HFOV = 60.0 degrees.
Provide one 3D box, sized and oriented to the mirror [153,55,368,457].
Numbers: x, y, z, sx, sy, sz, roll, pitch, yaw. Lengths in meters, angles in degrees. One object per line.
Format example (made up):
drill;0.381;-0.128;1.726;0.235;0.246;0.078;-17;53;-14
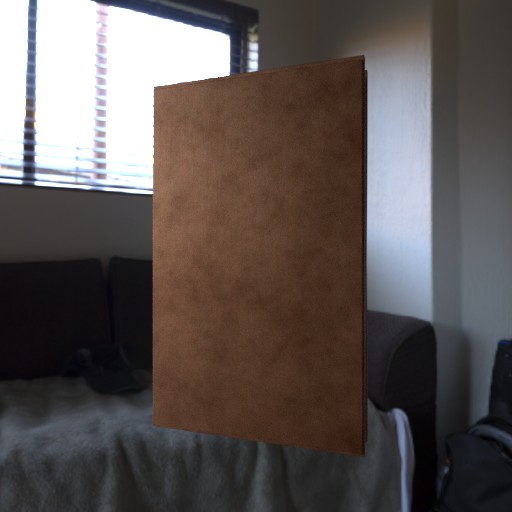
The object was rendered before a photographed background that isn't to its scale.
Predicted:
mirror;0.000;0.000;0.961;0.468;0.768;0.082;0;0;20
